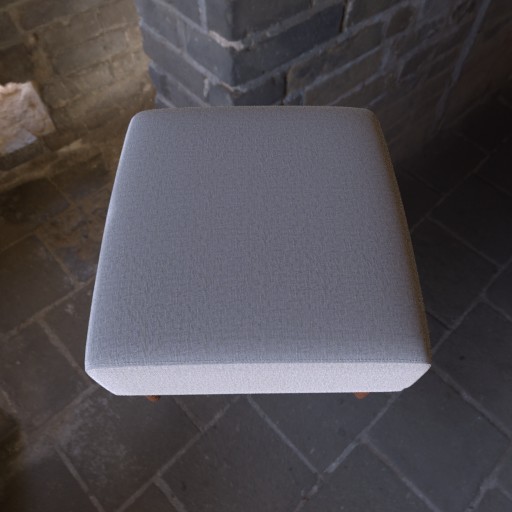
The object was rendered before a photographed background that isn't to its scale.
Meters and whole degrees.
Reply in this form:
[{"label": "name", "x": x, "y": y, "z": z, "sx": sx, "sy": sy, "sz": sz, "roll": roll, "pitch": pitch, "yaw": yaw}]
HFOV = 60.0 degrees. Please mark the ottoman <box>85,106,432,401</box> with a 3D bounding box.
[{"label": "ottoman", "x": 0.000, "y": 0.000, "z": 1.069, "sx": 0.648, "sy": 0.399, "sz": 0.655, "roll": -1, "pitch": 58, "yaw": 0}]
